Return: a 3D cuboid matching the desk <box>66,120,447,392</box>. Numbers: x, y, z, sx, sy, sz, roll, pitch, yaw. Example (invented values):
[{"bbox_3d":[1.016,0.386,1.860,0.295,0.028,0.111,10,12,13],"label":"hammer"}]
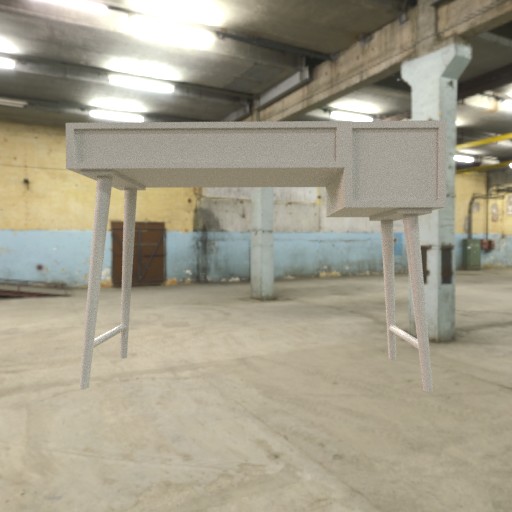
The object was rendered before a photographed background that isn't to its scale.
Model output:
[{"bbox_3d":[0.000,0.000,1.453,1.069,0.761,0.409,0,1,1],"label":"desk"}]
